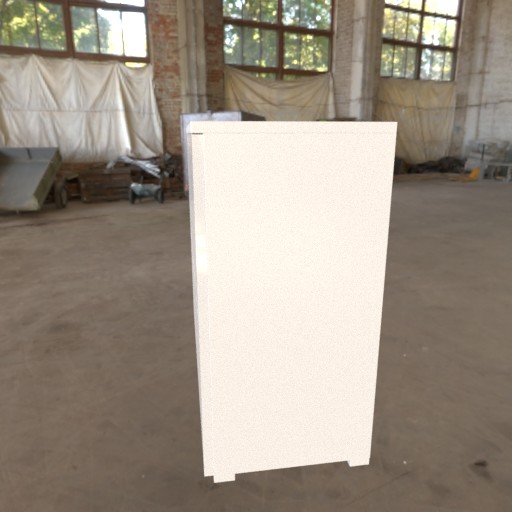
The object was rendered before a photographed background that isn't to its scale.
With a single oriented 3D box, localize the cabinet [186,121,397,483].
[{"bbox_3d":[0.000,0.000,1.417,0.400,0.800,1.000,-2,16,-9],"label":"cabinet"}]
